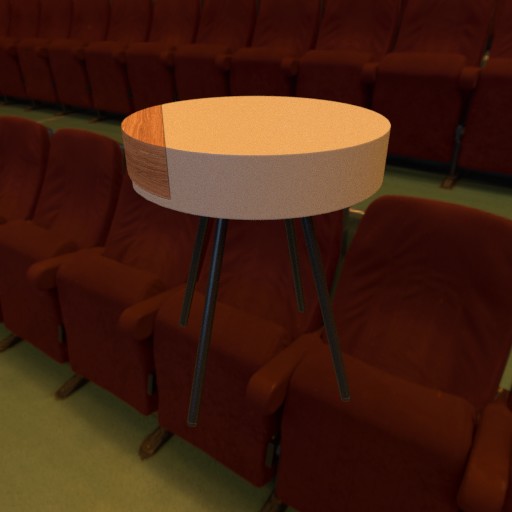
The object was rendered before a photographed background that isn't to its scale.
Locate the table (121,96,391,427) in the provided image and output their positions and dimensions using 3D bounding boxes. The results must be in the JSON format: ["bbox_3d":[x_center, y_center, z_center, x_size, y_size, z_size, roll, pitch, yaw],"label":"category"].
[{"bbox_3d":[0.000,0.000,0.864,0.450,0.525,0.450,0,29,0],"label":"table"}]
